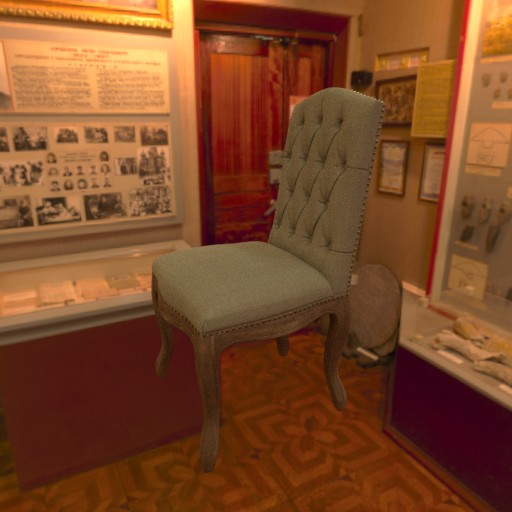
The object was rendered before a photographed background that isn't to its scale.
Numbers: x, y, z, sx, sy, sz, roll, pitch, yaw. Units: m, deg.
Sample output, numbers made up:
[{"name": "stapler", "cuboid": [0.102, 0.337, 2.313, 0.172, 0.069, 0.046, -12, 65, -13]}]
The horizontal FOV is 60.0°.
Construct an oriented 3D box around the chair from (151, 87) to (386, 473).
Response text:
[{"name": "chair", "cuboid": [0.000, 0.000, 1.647, 0.731, 1.191, 0.637, -8, 19, -25]}]
